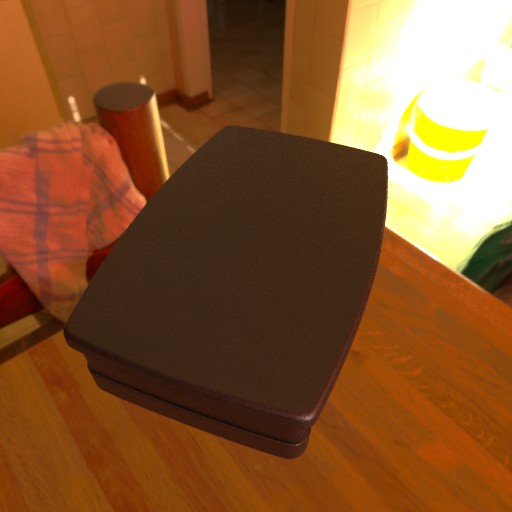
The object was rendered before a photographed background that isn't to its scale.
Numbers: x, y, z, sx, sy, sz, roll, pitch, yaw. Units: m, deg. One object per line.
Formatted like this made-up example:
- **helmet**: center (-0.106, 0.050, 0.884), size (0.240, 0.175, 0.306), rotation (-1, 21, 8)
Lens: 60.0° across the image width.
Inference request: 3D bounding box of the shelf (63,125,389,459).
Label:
- **shelf**: center (0.000, 0.000, 0.536), size (0.280, 0.100, 0.410), rotation (15, 48, 14)
